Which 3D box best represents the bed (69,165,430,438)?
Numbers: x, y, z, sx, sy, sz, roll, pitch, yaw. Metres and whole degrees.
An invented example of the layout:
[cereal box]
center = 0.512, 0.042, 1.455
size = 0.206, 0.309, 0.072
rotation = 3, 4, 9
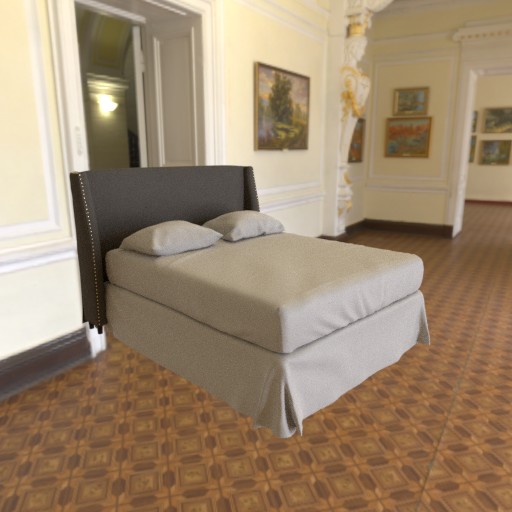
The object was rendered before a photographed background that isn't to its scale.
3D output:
[bed]
center = 0.000, 0.000, 3.501
size = 2.276, 1.332, 1.925
rotation = 13, 19, 43
